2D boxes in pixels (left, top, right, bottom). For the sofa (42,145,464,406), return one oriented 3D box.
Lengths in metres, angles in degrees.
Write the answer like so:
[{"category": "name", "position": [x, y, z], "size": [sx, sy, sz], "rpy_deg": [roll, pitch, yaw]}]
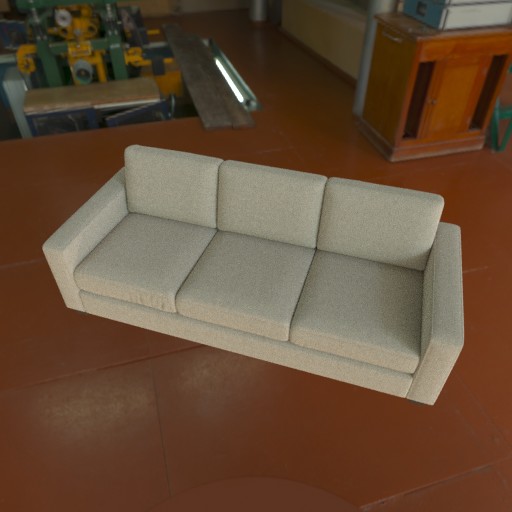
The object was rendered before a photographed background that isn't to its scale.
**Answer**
[{"category": "sofa", "position": [0.000, 0.000, 2.546], "size": [2.160, 0.800, 0.900], "rpy_deg": [12, 43, 13]}]
